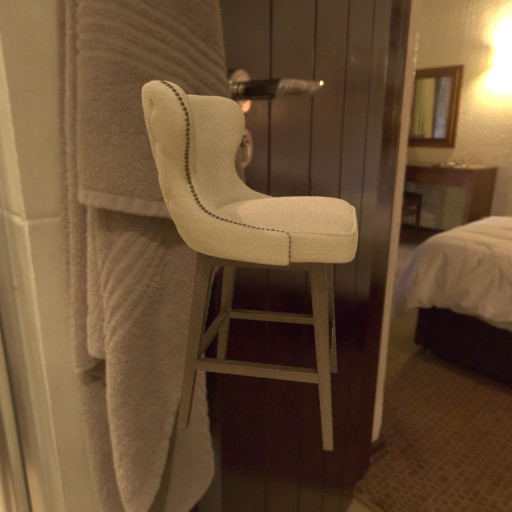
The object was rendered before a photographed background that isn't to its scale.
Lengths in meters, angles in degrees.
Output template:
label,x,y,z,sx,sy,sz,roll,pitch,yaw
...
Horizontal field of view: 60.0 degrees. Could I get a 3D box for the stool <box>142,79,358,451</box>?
label,x,y,z,sx,sy,sz,roll,pitch,yaw
stool,0.000,0.000,1.362,0.597,0.972,0.615,3,16,11
